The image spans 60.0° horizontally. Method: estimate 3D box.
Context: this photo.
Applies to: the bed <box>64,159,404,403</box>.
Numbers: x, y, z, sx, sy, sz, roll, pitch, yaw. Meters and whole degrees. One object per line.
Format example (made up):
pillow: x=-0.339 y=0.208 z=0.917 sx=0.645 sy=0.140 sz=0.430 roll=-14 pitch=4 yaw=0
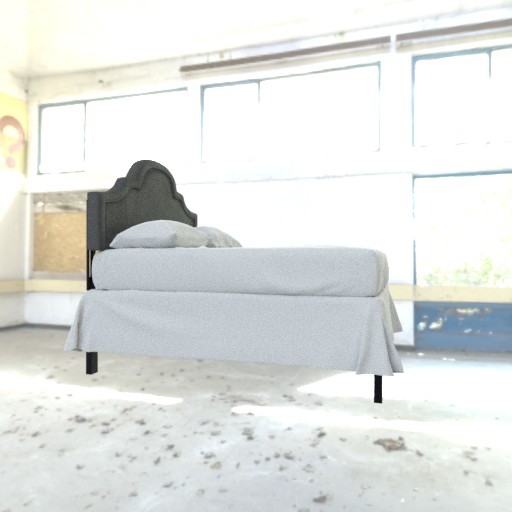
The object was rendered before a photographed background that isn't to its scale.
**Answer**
bed: x=0.000 y=0.000 z=3.516 sx=2.222 sy=1.634 sz=1.780 roll=0 pitch=0 yaw=18
